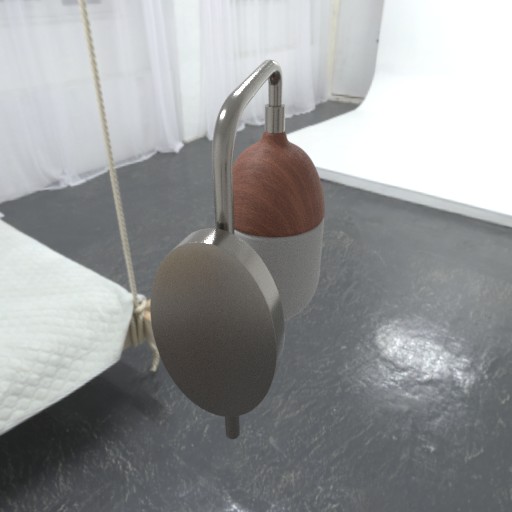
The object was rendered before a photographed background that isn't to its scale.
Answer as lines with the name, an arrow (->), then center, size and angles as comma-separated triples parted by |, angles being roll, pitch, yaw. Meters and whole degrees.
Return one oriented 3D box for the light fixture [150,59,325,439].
light fixture -> 0.000, 0.000, 0.430 | 0.108, 0.343, 0.216 | 10, 32, 16
